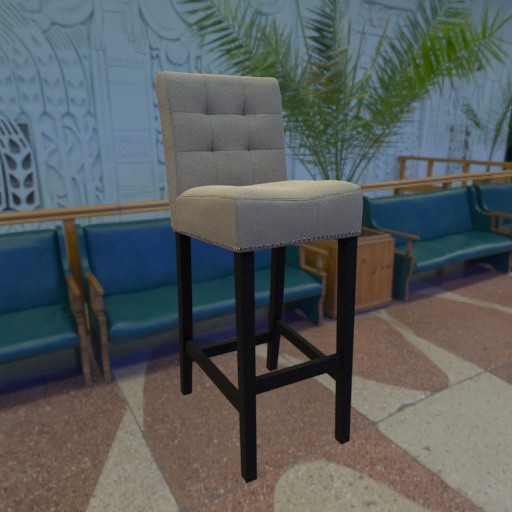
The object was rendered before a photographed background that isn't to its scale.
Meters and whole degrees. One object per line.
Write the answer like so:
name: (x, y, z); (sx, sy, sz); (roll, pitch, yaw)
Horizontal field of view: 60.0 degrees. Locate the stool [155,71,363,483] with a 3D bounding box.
stool: (0.000, 0.000, 1.316); (0.411, 1.047, 0.548); (-8, 18, -27)
